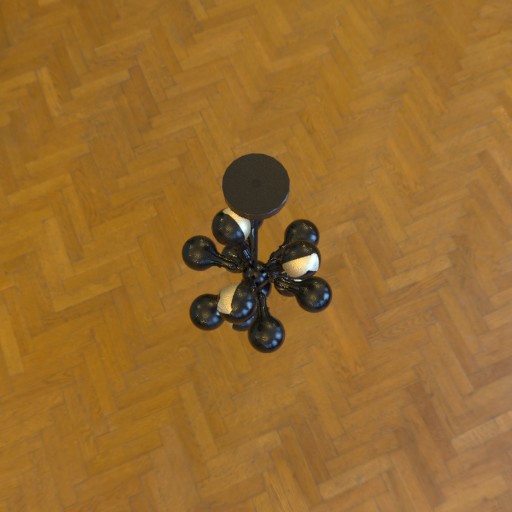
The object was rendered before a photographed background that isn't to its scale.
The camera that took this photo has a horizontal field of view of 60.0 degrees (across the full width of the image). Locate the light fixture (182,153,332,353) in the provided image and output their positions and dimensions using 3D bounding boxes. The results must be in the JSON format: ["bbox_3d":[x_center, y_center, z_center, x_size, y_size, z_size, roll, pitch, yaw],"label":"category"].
[{"bbox_3d":[0.000,0.000,1.131,0.468,0.859,0.420,20,75,6],"label":"light fixture"}]
